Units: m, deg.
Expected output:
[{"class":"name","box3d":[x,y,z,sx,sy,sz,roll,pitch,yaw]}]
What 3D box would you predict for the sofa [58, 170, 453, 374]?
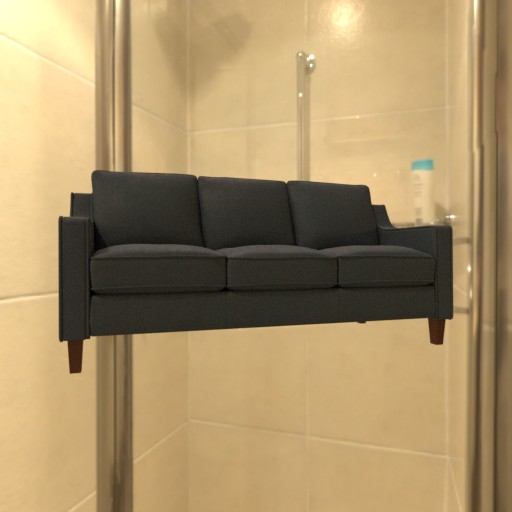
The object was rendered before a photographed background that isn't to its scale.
[{"class":"sofa","box3d":[0.000,0.000,2.526,1.986,0.974,0.911,0,0,-18]}]
